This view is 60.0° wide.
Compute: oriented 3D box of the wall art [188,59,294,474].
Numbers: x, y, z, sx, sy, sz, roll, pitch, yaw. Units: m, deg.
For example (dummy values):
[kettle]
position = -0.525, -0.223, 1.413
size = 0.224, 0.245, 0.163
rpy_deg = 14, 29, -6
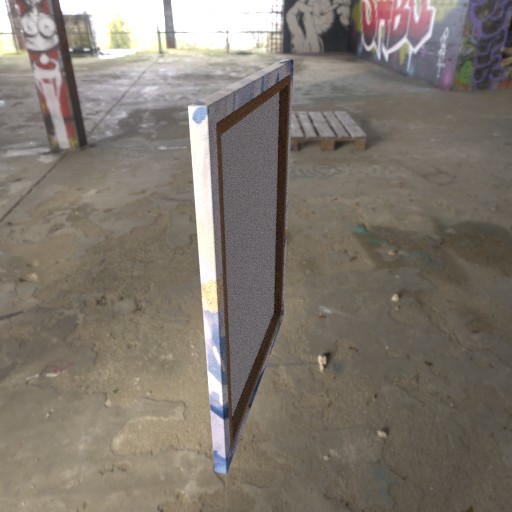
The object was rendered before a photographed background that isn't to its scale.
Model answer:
[wall art]
position = 0.000, 0.000, 1.336
size = 0.038, 1.015, 0.761
rpy_deg = 8, 31, 13
